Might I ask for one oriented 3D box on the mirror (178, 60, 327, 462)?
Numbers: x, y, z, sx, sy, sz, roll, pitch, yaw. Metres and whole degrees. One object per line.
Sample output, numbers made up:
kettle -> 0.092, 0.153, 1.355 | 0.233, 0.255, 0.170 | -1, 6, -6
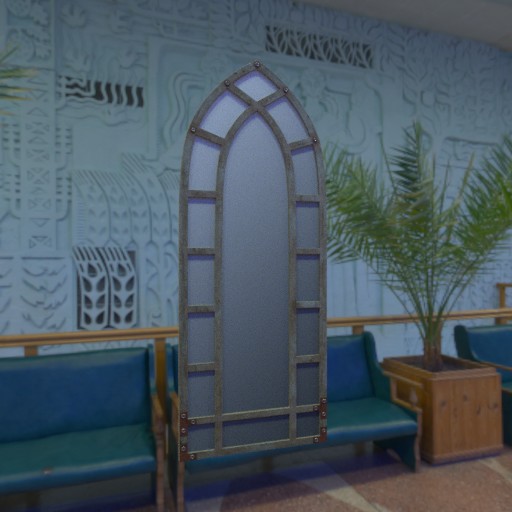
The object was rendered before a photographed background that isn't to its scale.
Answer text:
mirror -> 0.000, 0.000, 1.339 | 0.464, 1.175, 0.025 | 0, 0, -17
